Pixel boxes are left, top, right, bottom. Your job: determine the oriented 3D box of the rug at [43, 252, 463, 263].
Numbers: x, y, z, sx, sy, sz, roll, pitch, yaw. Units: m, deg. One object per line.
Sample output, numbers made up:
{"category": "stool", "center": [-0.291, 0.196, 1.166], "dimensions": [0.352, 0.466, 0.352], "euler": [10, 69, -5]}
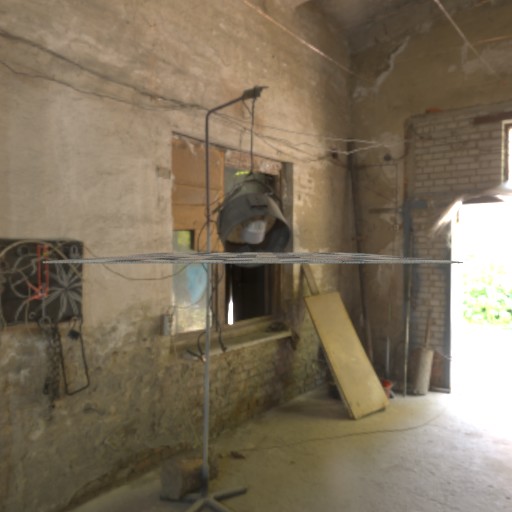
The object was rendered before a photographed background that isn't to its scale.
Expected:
{"category": "rug", "center": [0.000, 0.000, 4.099], "dimensions": [2.451, 0.011, 3.072], "euler": [0, 1, 1]}
